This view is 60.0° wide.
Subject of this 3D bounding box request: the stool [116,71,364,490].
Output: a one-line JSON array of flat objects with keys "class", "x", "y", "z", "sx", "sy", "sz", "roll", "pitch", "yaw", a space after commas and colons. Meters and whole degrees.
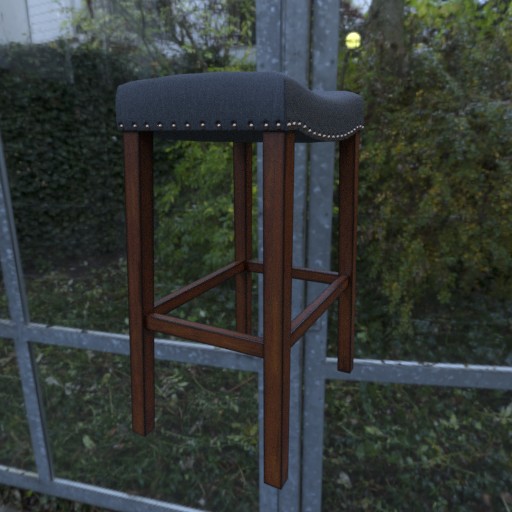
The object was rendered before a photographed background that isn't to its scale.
[{"class": "stool", "x": 0.000, "y": 0.000, "z": 1.029, "sx": 0.366, "sy": 0.748, "sz": 0.502, "roll": 8, "pitch": 17, "yaw": 26}]
